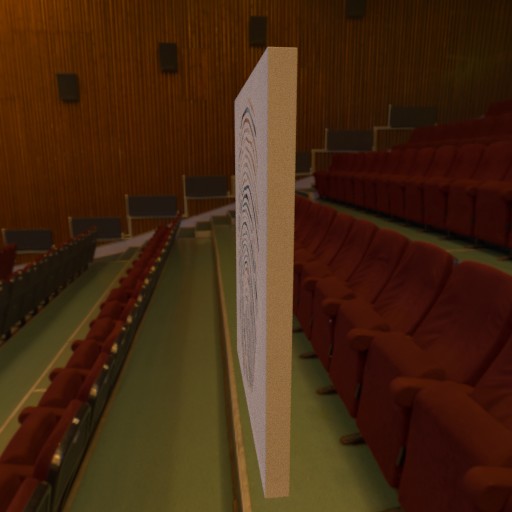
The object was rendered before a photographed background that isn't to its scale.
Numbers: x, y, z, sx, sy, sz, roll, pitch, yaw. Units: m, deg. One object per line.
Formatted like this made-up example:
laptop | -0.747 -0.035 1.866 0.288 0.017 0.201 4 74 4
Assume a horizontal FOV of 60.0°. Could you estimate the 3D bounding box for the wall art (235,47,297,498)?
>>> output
wall art | 0.000 0.000 0.823 0.037 0.606 0.508 -2 13 -7
